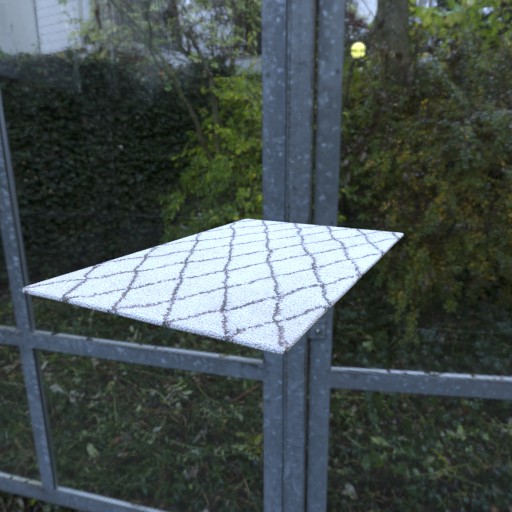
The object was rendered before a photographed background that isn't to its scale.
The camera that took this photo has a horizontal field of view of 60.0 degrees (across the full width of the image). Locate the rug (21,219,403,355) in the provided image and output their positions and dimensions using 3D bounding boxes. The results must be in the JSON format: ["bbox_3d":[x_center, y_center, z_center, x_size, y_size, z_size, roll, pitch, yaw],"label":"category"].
[{"bbox_3d":[0.000,0.000,3.029,1.524,0.030,2.438,8,16,27],"label":"rug"}]
